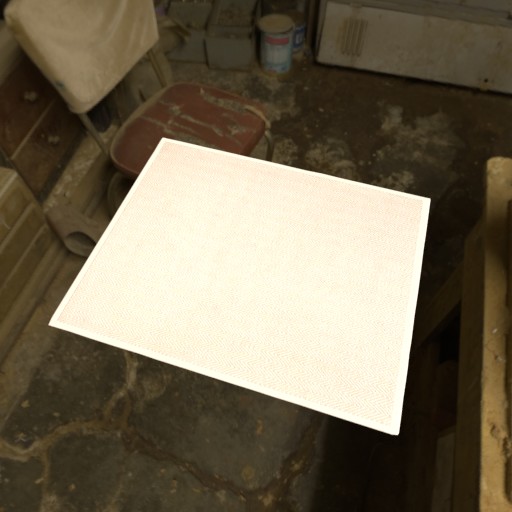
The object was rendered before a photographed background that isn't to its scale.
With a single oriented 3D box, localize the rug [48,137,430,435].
[{"bbox_3d":[0.000,0.000,4.194,3.009,0.019,2.423,15,59,9],"label":"rug"}]
